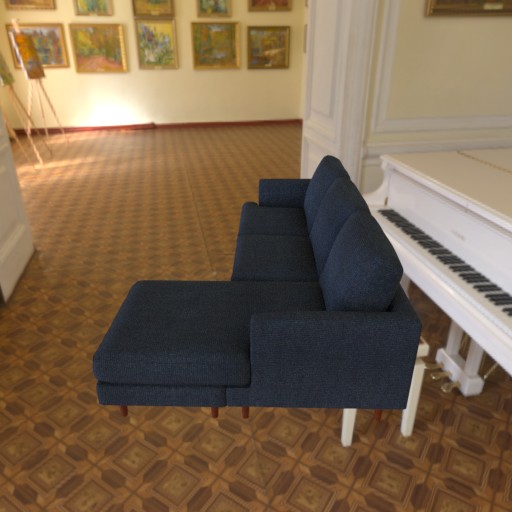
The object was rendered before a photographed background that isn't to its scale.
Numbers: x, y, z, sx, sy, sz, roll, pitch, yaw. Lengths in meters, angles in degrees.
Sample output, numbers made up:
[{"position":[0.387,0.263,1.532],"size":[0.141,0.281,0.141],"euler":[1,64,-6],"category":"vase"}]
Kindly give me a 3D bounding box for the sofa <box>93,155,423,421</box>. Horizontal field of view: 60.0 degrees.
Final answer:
[{"position":[0.000,0.000,3.024],"size":[1.504,0.956,2.233],"euler":[1,26,1],"category":"sofa"}]
